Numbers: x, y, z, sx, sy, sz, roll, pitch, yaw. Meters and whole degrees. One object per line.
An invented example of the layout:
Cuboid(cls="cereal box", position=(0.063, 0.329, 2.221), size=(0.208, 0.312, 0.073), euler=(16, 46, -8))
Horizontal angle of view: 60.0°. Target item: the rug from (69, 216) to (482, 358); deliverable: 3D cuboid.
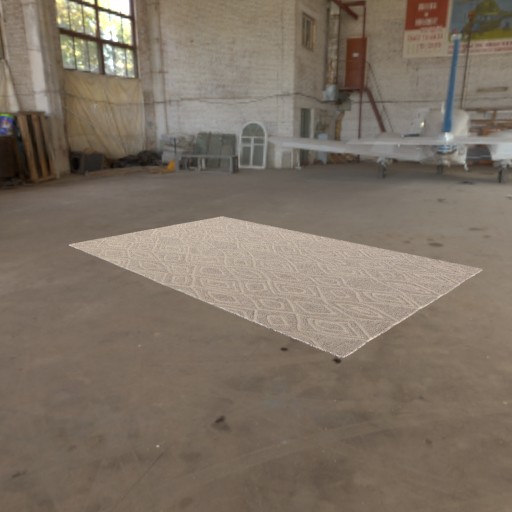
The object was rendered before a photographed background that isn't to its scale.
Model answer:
Cuboid(cls="rug", position=(0.000, 0.000, 3.034), size=(2.442, 0.010, 1.546), euler=(15, 22, 42))
